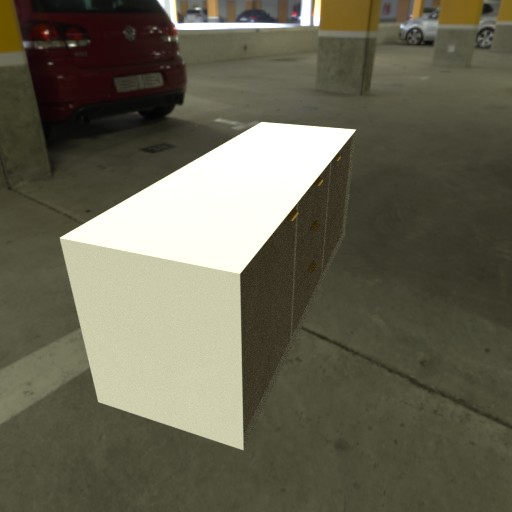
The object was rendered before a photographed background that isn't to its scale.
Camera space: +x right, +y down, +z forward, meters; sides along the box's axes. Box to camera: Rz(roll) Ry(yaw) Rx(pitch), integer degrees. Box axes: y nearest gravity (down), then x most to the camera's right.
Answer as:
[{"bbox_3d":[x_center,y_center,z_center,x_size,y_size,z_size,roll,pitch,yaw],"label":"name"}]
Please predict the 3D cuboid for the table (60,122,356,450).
[{"bbox_3d":[0.000,0.000,1.859,0.508,0.769,1.500,10,30,18],"label":"table"}]
